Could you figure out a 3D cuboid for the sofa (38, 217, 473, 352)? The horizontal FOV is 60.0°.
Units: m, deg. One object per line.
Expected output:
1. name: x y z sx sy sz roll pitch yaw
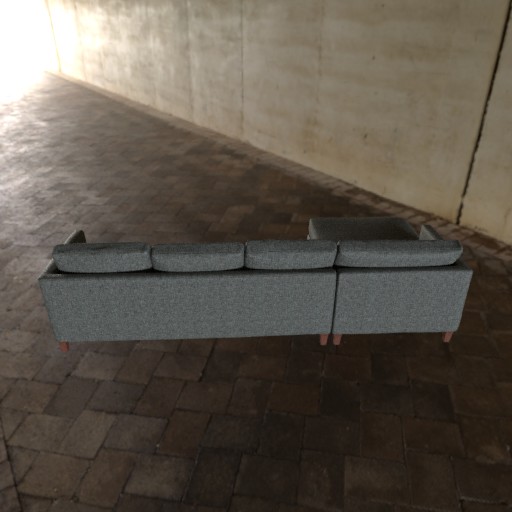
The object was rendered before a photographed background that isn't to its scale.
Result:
1. sofa: 0.000 0.000 4.308 3.485 0.960 1.635 -1 29 -2
